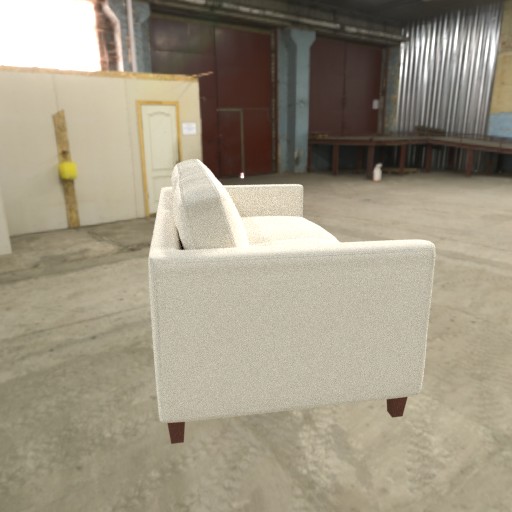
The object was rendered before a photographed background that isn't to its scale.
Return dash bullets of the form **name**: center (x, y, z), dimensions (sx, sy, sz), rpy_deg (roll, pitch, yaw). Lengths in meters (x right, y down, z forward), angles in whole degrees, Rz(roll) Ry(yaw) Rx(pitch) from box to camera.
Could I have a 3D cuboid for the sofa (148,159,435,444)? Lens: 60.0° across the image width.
- **sofa**: center (0.000, 0.000, 2.223), dimensions (0.964, 0.888, 1.702), rpy_deg (-3, 16, -10)
